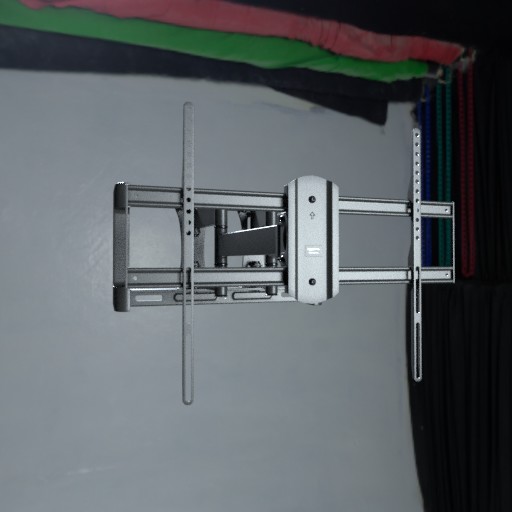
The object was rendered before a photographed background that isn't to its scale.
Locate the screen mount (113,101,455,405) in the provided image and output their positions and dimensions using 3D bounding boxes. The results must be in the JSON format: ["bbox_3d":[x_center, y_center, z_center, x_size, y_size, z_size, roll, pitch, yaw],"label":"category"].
[{"bbox_3d":[0.000,0.000,1.090,0.661,0.491,0.644,0,-1,-19],"label":"screen mount"}]
